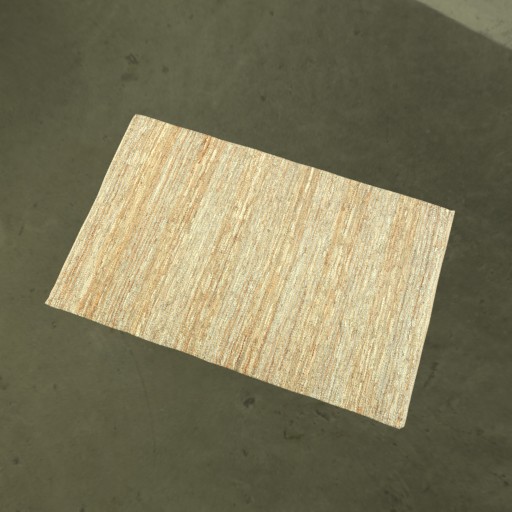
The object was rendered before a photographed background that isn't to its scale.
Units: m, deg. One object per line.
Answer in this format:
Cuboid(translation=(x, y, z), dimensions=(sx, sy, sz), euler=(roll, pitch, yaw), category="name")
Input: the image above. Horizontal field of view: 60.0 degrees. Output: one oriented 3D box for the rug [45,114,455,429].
Cuboid(translation=(0.000, 0.000, 3.030), dimensions=(2.446, 0.009, 1.529), euler=(18, 75, 5), category="rug")
